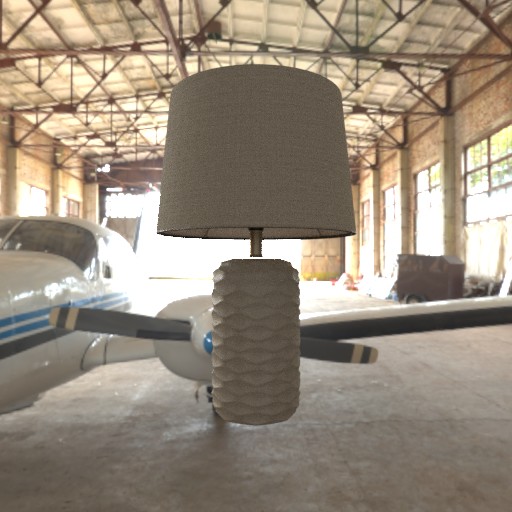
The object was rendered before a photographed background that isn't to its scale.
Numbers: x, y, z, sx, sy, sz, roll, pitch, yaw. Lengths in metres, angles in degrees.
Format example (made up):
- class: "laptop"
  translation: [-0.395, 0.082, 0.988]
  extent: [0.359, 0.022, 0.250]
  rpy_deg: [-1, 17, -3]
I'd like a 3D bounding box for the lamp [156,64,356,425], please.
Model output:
- class: "lamp"
  translation: [0.000, 0.000, 0.849]
  extent: [0.376, 0.594, 0.376]
  rpy_deg: [0, -1, 0]
